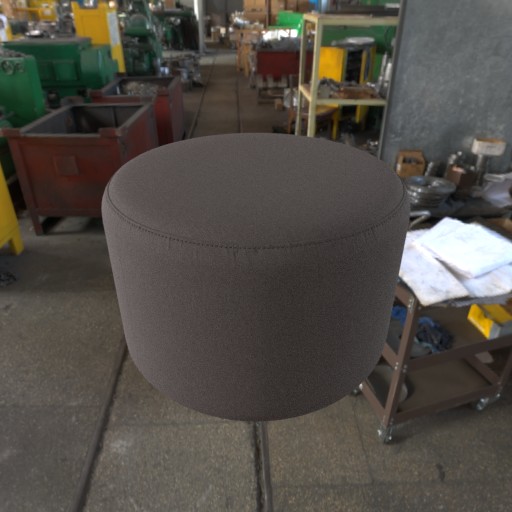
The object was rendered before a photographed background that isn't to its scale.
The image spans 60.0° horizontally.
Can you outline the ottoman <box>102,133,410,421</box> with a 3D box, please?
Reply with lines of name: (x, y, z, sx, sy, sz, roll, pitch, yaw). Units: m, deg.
ottoman: (0.000, 0.000, 0.985, 0.608, 0.433, 0.608, 0, 30, 0)
